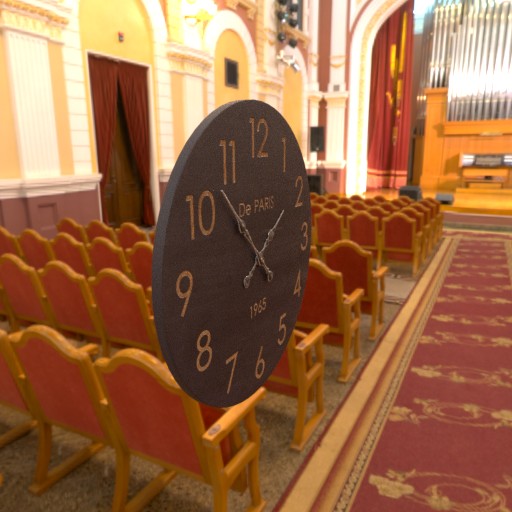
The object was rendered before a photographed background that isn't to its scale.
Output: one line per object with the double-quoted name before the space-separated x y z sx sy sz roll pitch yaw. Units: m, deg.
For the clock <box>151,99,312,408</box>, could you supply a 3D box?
"clock" 0.000 0.000 0.893 0.029 0.595 0.595 7 15 27
